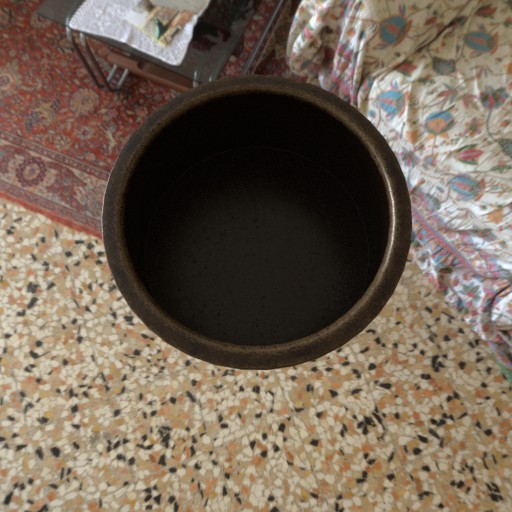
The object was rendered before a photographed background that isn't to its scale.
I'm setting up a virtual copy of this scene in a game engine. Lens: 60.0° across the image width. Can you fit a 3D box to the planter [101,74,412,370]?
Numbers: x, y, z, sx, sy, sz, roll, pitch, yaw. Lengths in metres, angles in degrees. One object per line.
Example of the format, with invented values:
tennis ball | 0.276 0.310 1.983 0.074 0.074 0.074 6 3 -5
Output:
planter | 0.000 0.000 0.711 0.345 0.465 0.354 -12 77 -3
